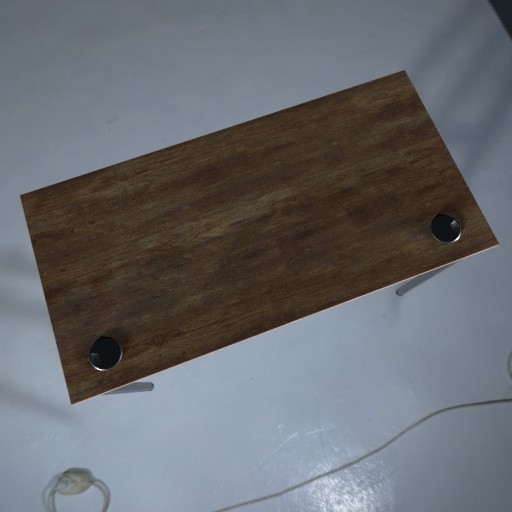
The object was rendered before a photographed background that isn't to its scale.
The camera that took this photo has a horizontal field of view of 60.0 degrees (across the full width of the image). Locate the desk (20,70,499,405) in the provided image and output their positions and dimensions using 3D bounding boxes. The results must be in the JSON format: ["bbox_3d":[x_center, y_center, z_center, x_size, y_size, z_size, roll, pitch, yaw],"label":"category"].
[{"bbox_3d":[0.000,0.000,1.588,1.200,0.749,0.600,-20,75,-5],"label":"desk"}]
